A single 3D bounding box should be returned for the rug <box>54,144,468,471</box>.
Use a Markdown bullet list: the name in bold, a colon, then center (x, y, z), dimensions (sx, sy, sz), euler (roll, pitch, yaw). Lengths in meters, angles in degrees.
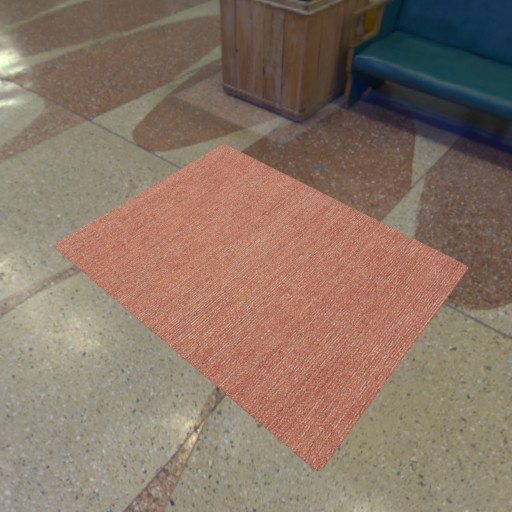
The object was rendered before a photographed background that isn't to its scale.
- **rug**: center (0.000, 0.000, 2.799), dimensions (2.112, 0.009, 1.594), euler (32, 54, 27)
